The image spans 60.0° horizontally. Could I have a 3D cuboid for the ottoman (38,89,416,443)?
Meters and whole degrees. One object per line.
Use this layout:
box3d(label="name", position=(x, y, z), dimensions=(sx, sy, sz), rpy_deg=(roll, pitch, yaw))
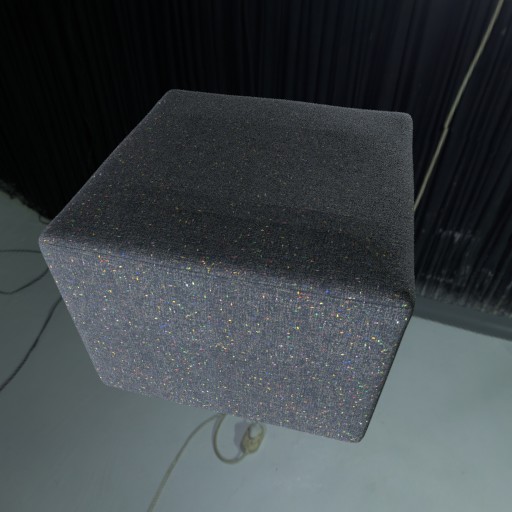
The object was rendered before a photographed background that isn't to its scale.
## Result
box3d(label="ottoman", position=(0.000, 0.000, 0.855), dimensions=(0.508, 0.432, 0.508), rpy_deg=(10, 45, 10))
